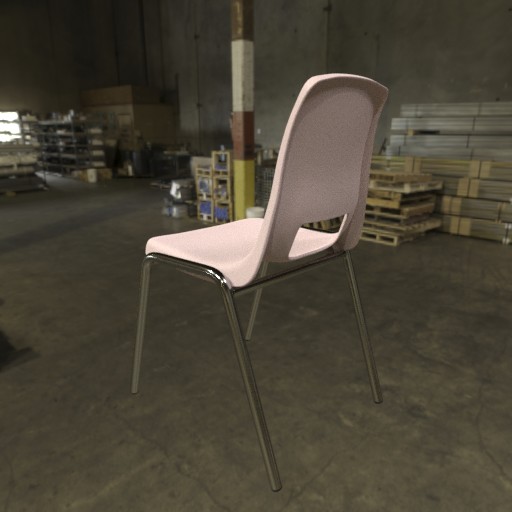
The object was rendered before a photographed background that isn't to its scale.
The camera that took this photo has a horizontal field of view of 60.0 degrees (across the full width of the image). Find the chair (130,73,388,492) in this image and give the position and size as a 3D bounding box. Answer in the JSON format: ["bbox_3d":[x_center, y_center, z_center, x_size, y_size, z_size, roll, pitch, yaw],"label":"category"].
[{"bbox_3d":[0.000,0.000,0.898,0.436,0.653,0.381,15,22,42],"label":"chair"}]
